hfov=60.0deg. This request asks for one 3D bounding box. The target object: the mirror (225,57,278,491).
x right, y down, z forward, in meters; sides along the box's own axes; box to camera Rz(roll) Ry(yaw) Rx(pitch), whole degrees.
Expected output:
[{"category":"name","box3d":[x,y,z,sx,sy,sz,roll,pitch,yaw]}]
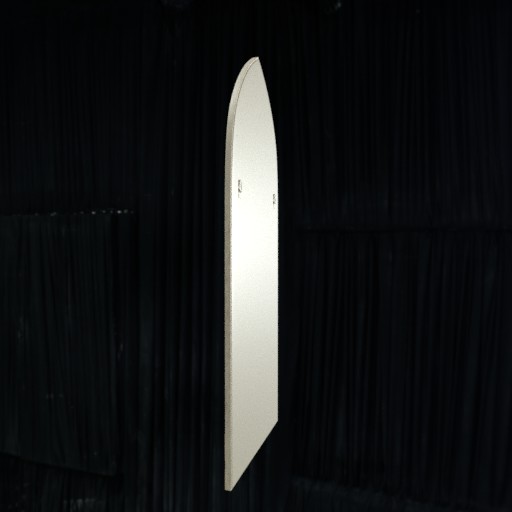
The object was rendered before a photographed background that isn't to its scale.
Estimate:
[{"category":"mirror","box3d":[0.000,0.000,1.326,0.025,1.175,0.464,0,2,17]}]
